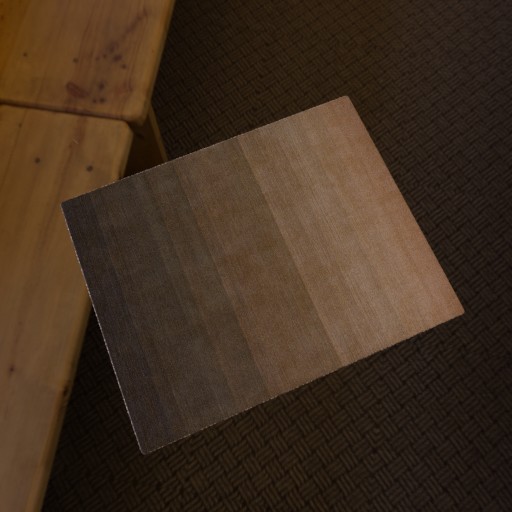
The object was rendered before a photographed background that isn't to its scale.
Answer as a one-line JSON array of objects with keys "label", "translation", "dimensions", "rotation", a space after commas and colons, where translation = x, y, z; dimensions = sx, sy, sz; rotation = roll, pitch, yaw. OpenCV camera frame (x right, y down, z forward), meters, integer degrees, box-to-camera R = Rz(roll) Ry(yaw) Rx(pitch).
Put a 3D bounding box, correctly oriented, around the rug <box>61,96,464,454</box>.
[{"label": "rug", "translation": [0.000, 0.000, 3.896], "dimensions": [2.902, 0.017, 2.305], "rotation": [-22, 76, -6]}]
